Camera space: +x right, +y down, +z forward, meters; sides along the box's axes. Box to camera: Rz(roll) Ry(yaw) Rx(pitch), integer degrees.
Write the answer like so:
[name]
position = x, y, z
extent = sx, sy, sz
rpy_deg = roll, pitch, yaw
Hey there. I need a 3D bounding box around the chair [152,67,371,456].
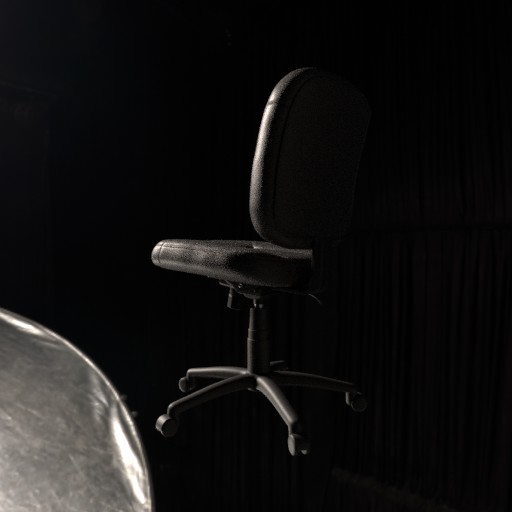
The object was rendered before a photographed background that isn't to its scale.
[chair]
position = 0.000, 0.000, 1.380
extent = 0.646, 0.959, 0.647
rpy_deg = 1, 2, 36
